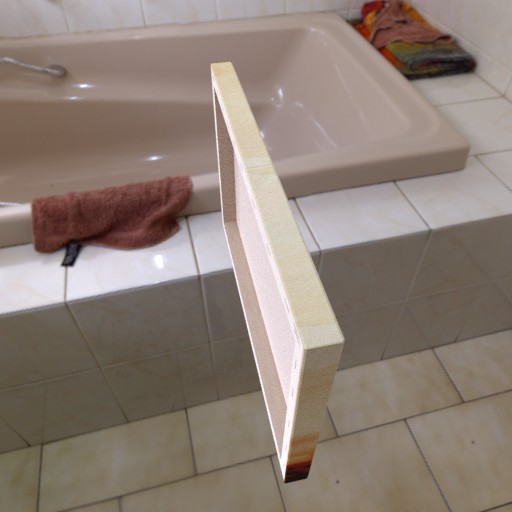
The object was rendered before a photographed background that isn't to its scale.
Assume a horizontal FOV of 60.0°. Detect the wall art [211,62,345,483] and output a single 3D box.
[{"bbox_3d":[0.000,0.000,0.759,0.040,0.402,0.613,-9,48,-8],"label":"wall art"}]
